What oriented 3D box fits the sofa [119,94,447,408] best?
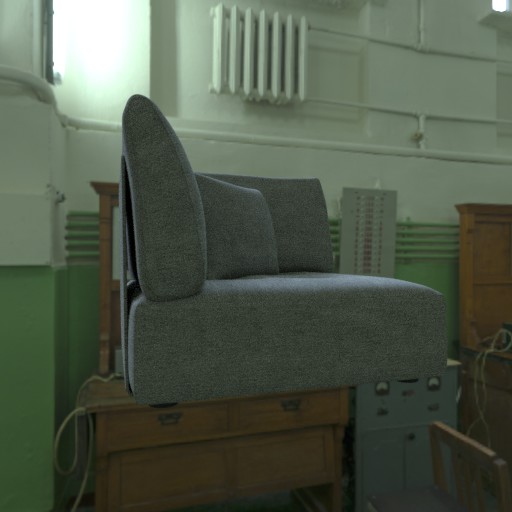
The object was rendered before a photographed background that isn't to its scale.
[{"bbox_3d":[0.000,0.000,1.701,1.000,0.820,1.000,0,0,-18],"label":"sofa"}]
